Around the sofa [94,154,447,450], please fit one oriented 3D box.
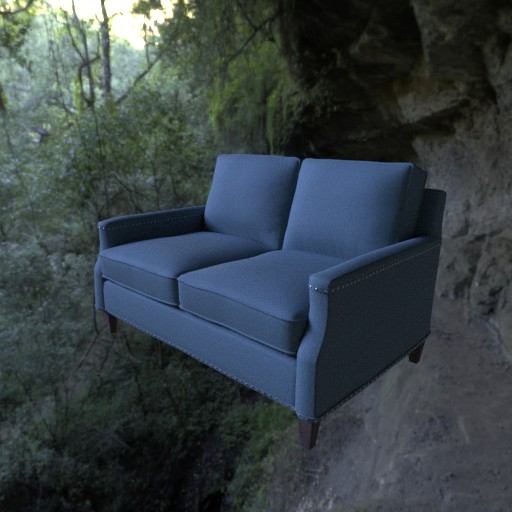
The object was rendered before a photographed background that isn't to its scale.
[{"bbox_3d":[0.000,0.000,2.325,1.597,1.003,1.084,14,20,42],"label":"sofa"}]
